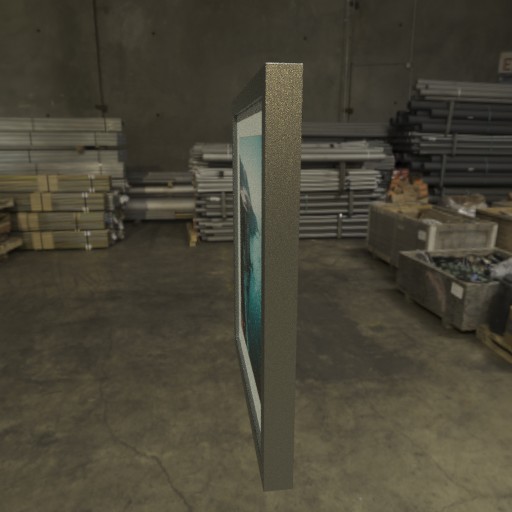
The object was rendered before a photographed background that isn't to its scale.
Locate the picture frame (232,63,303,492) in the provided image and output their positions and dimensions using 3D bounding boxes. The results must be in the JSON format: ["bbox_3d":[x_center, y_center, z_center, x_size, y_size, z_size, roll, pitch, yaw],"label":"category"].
[{"bbox_3d":[0.000,0.000,1.363,0.073,0.968,0.839,-2,14,-7],"label":"picture frame"}]
